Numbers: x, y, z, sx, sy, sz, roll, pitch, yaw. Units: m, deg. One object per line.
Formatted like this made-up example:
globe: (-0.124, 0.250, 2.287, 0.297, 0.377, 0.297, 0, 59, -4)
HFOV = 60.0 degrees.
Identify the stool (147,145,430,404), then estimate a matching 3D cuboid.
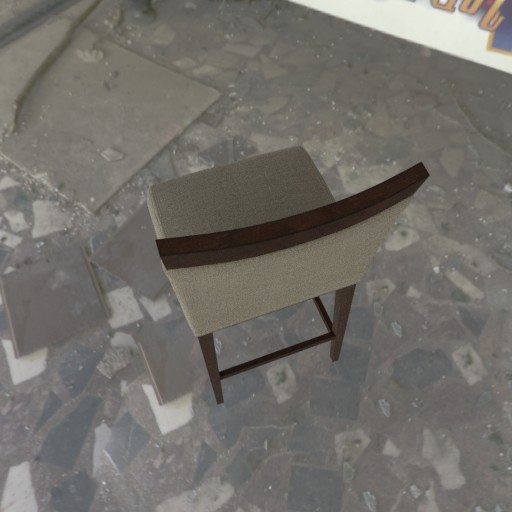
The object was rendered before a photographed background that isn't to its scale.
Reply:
stool: (0.000, 0.000, 1.305, 0.512, 1.009, 0.531, -17, 60, -10)
